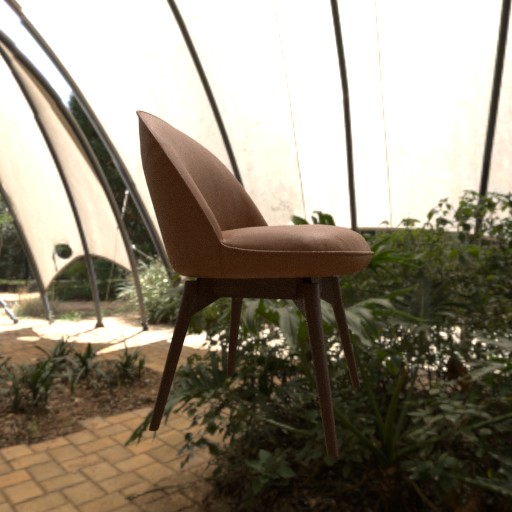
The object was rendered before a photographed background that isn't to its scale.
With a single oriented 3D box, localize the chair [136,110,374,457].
[{"bbox_3d":[0.000,0.000,1.243,0.631,0.831,0.521,0,0,18],"label":"chair"}]
